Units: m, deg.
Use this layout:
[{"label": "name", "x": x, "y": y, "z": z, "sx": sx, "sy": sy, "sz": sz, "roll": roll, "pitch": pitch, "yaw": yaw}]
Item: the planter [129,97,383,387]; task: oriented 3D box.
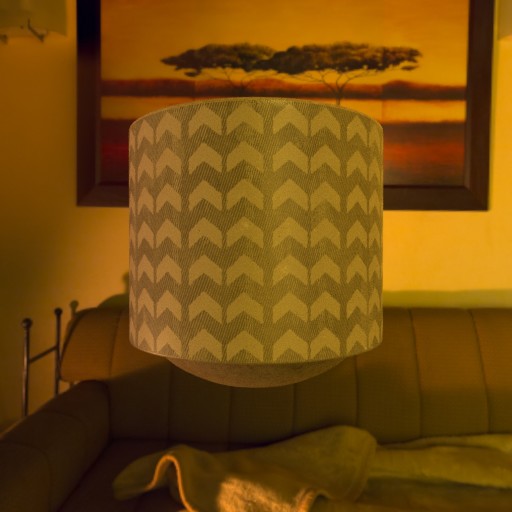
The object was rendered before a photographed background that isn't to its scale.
[{"label": "planter", "x": 0.000, "y": 0.000, "z": 0.454, "sx": 0.250, "sy": 0.239, "sz": 0.250, "roll": 0, "pitch": 1, "yaw": 0}]
